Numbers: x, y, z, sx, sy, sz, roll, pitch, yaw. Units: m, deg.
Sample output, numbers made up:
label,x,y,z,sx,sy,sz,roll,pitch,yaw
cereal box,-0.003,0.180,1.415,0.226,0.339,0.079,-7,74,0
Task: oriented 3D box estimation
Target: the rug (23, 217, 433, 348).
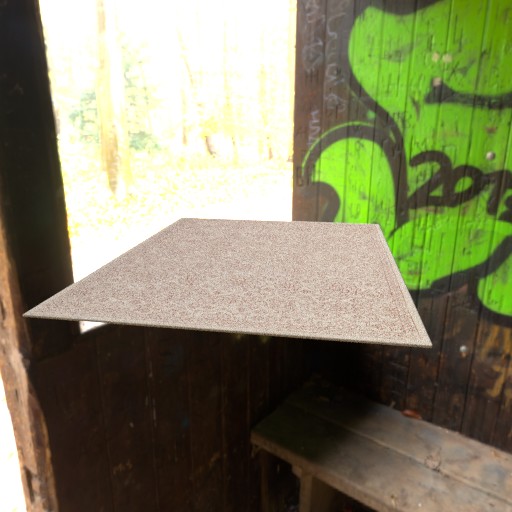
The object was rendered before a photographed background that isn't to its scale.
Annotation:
label,x,y,z,sx,sy,sz,roll,pitch,yaw
rug,0.000,0.000,4.003,2.441,0.015,3.050,3,17,9
